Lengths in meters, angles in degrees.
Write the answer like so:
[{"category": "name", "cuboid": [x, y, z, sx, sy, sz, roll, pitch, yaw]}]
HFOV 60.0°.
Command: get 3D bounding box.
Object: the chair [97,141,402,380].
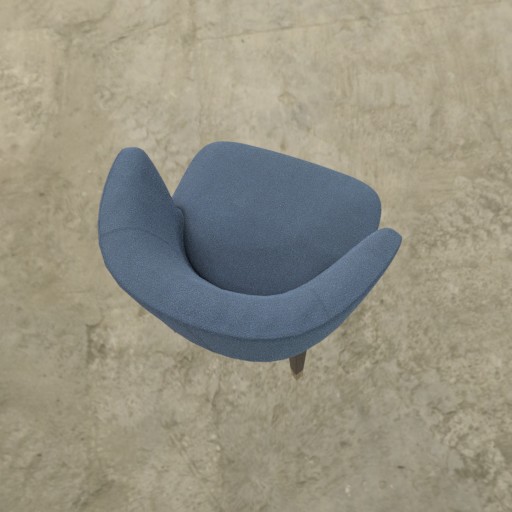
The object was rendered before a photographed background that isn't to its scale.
[{"category": "chair", "cuboid": [0.000, 0.000, 1.274, 0.661, 0.760, 0.702, 19, 65, 9]}]
